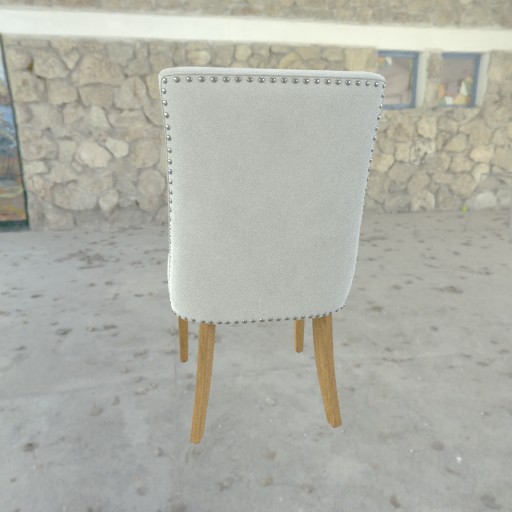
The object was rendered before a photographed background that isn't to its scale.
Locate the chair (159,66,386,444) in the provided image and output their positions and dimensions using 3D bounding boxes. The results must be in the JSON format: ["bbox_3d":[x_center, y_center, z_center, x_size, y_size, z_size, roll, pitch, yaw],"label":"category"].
[{"bbox_3d":[0.000,0.000,1.243,0.495,0.902,0.610,-3,15,-10],"label":"chair"}]
